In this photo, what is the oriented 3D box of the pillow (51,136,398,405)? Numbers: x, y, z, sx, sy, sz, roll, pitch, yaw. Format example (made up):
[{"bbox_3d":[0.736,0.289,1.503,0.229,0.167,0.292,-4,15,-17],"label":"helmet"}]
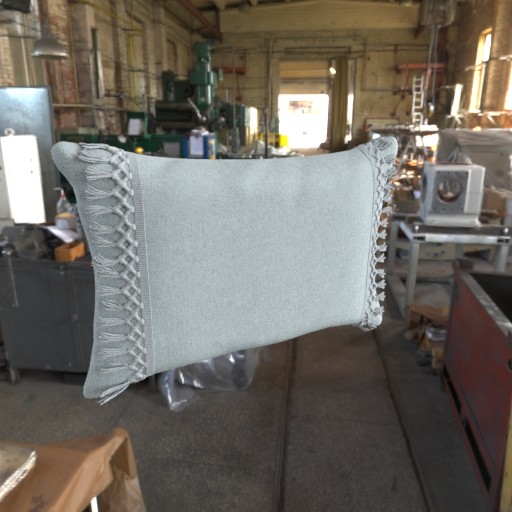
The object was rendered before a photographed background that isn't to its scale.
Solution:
[{"bbox_3d":[0.000,0.000,0.590,0.466,0.305,0.084,-8,18,-26],"label":"pillow"}]
